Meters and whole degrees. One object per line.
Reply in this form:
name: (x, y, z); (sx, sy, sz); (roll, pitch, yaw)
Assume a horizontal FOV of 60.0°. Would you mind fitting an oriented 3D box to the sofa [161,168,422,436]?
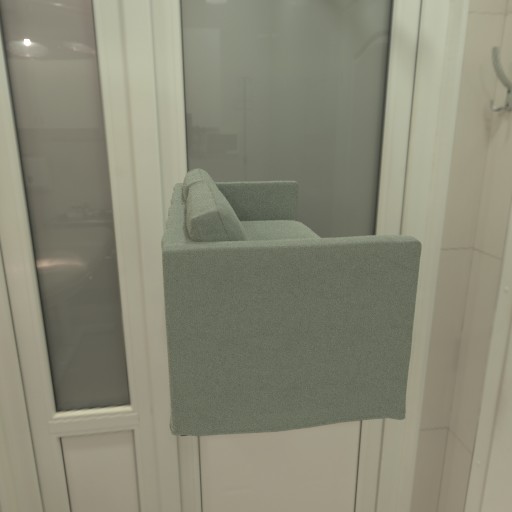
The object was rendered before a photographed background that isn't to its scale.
sofa: (0.000, 0.000, 2.513); (0.940, 0.870, 1.987); (-2, 16, -8)
